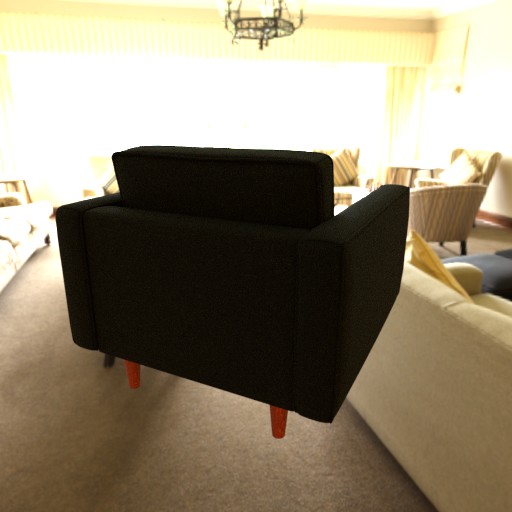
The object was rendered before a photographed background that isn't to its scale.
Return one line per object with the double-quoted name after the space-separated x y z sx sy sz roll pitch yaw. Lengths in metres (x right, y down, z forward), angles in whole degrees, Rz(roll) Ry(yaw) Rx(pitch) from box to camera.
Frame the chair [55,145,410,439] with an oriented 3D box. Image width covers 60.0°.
0.000 0.000 1.557 0.899 0.770 0.920 9 20 25 "chair"
